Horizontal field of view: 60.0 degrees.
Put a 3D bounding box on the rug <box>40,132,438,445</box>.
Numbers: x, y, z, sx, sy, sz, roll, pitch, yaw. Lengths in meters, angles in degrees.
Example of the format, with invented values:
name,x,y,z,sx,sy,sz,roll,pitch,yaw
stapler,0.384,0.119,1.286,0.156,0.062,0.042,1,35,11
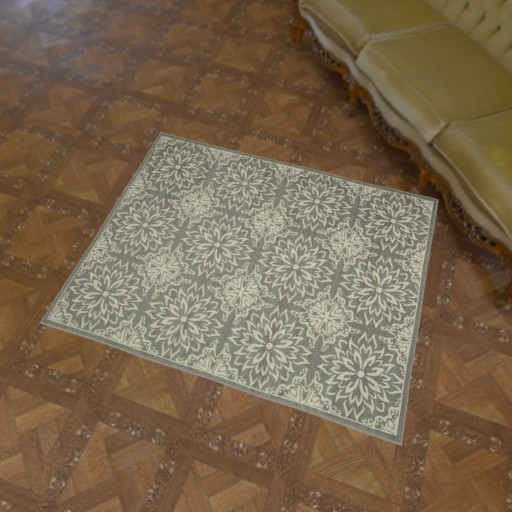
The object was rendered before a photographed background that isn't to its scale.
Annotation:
name,x,y,z,sx,sy,sz,roll,pitch,yaw
rug,0.000,0.000,4.002,2.980,0.012,2.363,16,60,10
